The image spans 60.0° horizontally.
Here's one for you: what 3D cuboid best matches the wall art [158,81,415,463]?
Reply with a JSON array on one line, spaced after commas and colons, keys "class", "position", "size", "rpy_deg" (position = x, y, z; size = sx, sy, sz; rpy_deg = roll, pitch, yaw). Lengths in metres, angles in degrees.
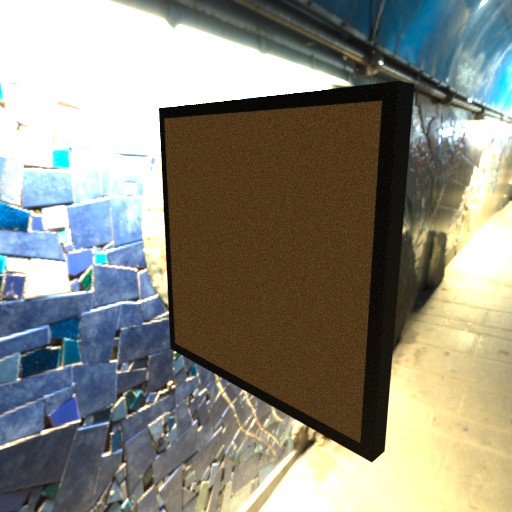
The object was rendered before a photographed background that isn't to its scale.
[{"class": "wall art", "position": [0.000, 0.000, 0.754], "size": [0.036, 0.508, 0.508], "rpy_deg": [-13, 19, -43]}]
